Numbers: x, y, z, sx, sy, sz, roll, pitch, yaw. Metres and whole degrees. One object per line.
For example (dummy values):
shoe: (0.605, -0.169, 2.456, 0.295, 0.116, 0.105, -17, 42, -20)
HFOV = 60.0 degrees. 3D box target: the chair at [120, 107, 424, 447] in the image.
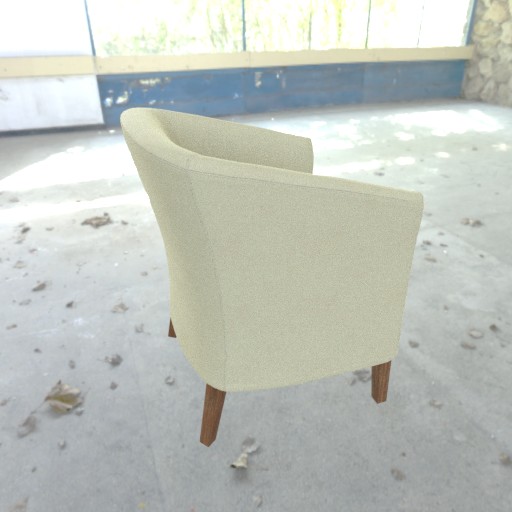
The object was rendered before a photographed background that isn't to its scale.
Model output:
chair: (0.000, 0.000, 1.306, 0.657, 0.822, 0.643, -10, 29, -18)
